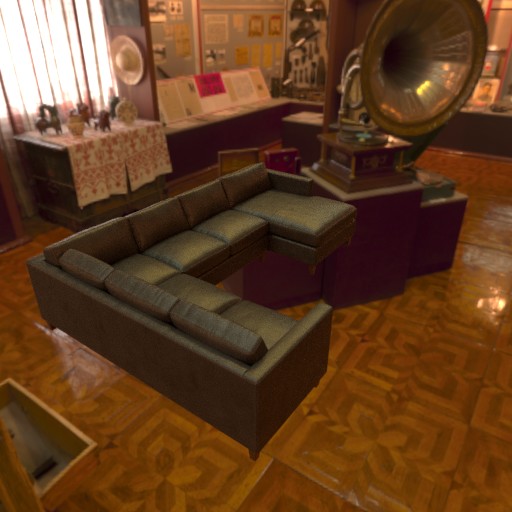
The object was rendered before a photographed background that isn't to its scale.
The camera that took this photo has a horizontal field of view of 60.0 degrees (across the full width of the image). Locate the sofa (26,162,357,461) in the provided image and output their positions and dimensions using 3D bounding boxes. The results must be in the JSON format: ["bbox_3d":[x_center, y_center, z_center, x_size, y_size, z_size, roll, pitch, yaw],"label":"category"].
[{"bbox_3d":[0.000,0.000,4.449,2.452,0.891,3.324,19,34,31],"label":"sofa"}]
